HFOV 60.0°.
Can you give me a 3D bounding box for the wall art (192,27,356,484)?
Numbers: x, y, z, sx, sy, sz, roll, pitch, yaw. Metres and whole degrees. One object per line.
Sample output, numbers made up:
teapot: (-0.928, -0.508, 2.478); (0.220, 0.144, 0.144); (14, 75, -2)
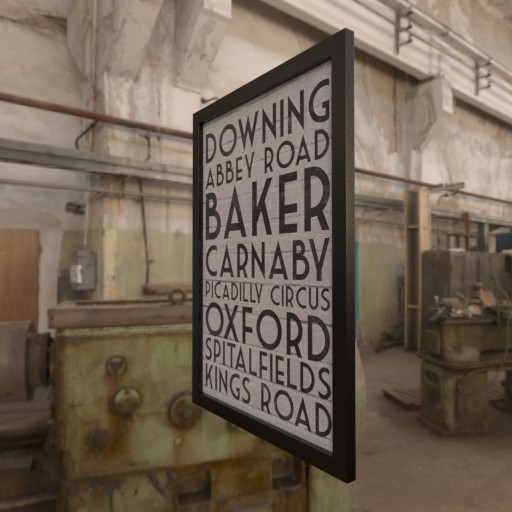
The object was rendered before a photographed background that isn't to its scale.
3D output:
wall art: (0.000, 0.000, 0.828); (0.019, 0.656, 0.462); (1, -1, -36)
